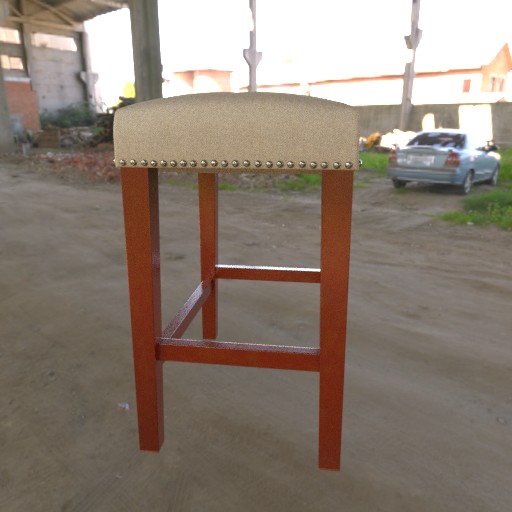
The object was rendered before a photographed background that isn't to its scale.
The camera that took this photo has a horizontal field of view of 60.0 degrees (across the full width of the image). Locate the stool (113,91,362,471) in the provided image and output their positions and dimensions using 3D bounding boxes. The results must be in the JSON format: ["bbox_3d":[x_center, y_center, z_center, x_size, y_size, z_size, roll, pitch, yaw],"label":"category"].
[{"bbox_3d":[0.000,0.000,0.950,0.375,0.632,0.509,2,16,8],"label":"stool"}]
